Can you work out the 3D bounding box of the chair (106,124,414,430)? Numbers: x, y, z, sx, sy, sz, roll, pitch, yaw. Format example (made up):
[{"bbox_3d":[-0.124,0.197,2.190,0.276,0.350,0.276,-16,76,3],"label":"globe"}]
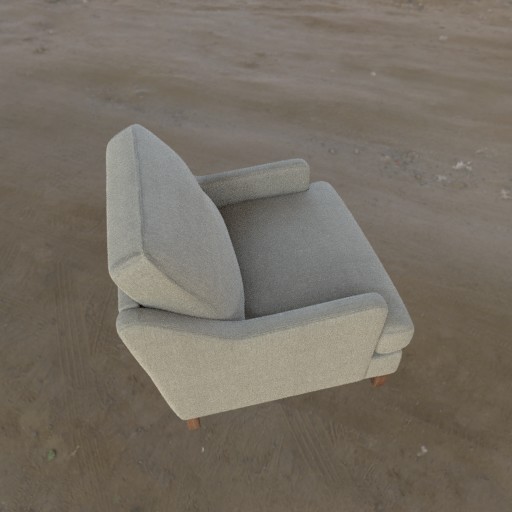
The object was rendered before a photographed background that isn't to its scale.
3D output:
[{"bbox_3d":[0.000,0.000,1.583,0.892,0.821,0.826,-10,46,-9],"label":"chair"}]
